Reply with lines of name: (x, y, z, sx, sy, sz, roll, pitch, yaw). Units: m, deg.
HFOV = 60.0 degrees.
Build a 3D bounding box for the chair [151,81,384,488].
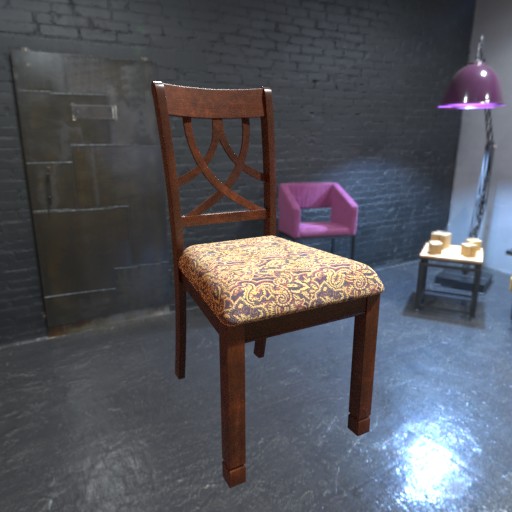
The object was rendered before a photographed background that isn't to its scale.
chair: (0.000, 0.000, 1.269, 0.457, 0.965, 0.584, -8, 18, -27)
